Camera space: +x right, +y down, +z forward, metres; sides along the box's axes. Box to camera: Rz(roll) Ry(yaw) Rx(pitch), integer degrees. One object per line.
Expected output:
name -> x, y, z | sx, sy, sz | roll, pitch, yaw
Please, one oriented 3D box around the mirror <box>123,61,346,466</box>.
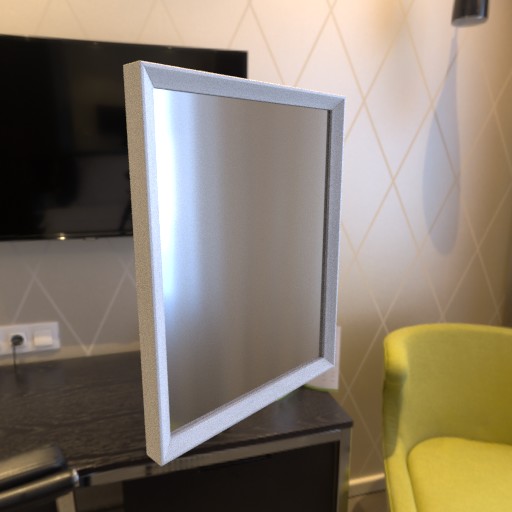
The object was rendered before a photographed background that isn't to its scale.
mirror -> 0.000, 0.000, 0.695 | 0.041, 0.509, 0.406 | 12, 17, 43
